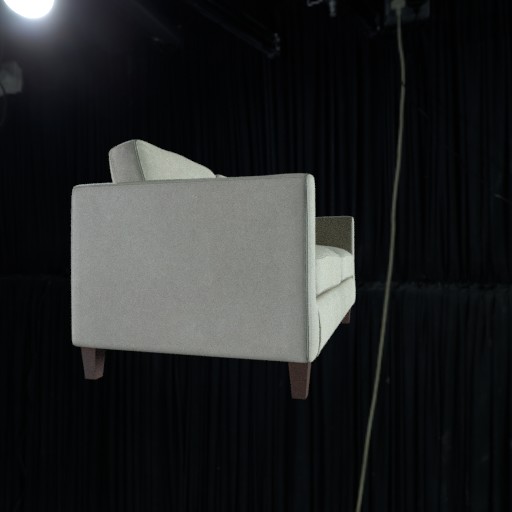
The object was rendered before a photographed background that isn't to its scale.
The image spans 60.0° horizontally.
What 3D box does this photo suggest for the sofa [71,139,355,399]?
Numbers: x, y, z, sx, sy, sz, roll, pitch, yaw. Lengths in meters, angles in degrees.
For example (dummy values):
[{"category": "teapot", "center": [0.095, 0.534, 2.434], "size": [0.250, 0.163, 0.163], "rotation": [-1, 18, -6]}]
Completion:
[{"category": "sofa", "center": [0.000, 0.000, 2.404], "size": [0.950, 0.940, 1.846], "rotation": [0, 0, 17]}]
